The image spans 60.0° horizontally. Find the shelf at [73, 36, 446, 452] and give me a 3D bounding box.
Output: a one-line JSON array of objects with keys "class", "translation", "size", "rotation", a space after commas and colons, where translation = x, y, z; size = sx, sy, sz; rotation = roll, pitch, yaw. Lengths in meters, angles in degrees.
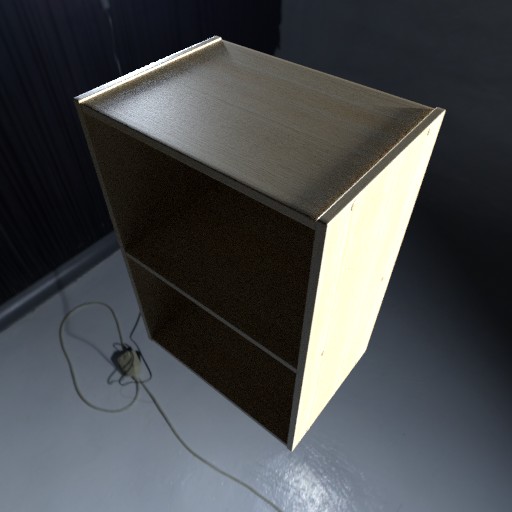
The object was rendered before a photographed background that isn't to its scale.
[{"class": "shelf", "translation": [0.000, 0.000, 0.810], "size": [0.414, 0.592, 0.290], "rotation": [30, 53, 26]}]
